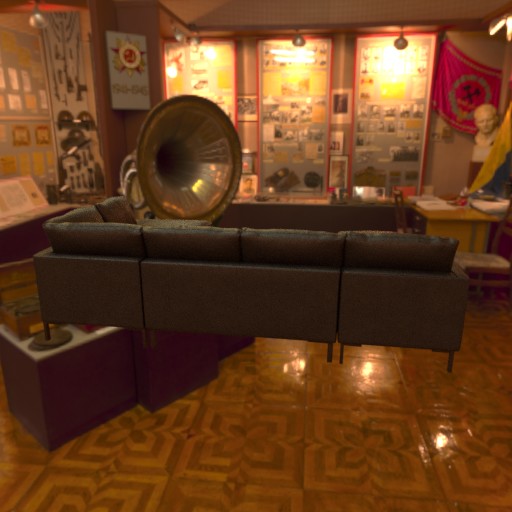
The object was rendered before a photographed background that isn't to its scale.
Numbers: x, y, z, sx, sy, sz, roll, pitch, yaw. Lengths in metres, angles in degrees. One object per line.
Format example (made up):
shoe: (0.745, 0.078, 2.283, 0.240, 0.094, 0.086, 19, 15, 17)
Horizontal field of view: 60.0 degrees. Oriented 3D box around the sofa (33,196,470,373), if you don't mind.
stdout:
sofa: (0.000, 0.000, 3.859, 2.956, 0.900, 1.939, 3, 16, 9)
